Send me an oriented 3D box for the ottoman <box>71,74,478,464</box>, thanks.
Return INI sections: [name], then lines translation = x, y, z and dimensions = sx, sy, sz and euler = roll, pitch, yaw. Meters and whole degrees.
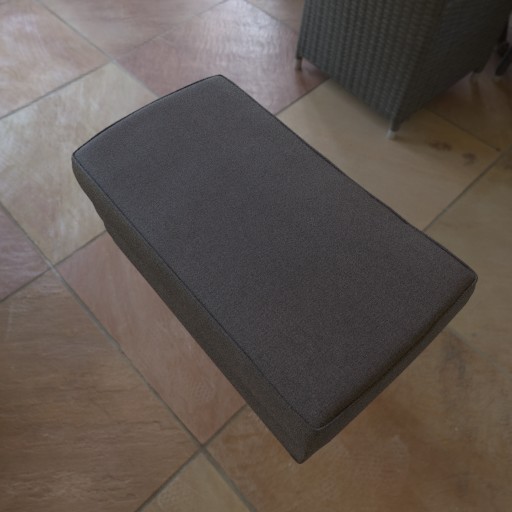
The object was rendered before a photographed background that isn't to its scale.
[ottoman]
translation = 0.000, 0.000, 1.117
dimensions = 0.490, 0.448, 0.864
euler = -36, 65, -20
